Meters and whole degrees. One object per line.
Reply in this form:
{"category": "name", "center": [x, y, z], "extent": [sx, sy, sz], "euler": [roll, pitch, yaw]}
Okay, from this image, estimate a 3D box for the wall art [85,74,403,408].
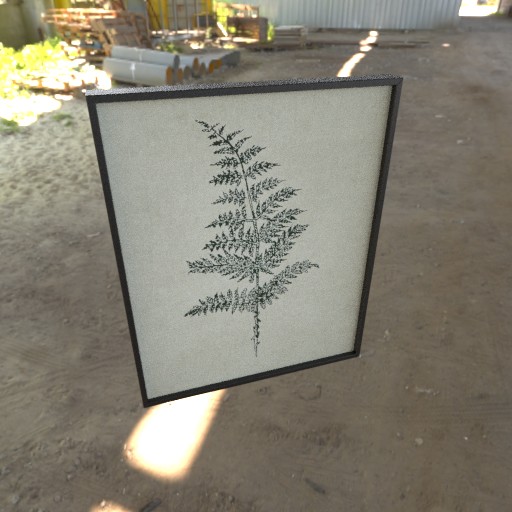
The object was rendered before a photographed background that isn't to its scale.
{"category": "wall art", "center": [0.000, 0.000, 0.756], "extent": [0.449, 0.555, 0.039], "euler": [-9, 32, -15]}
